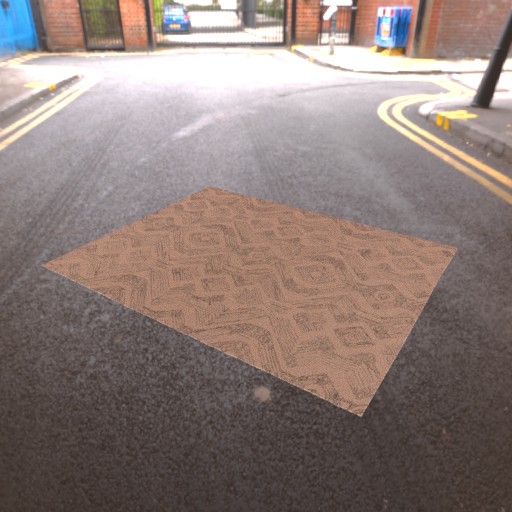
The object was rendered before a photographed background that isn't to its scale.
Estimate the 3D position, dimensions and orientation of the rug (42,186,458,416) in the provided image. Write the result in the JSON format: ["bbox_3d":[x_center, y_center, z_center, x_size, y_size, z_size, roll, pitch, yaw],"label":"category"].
[{"bbox_3d":[0.000,0.000,4.113,3.054,0.030,2.430,18,34,29],"label":"rug"}]
